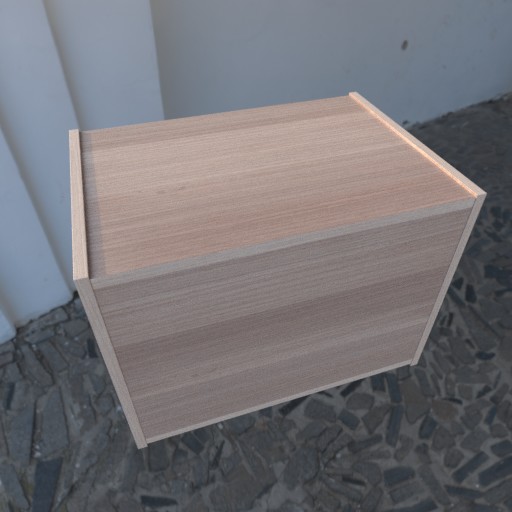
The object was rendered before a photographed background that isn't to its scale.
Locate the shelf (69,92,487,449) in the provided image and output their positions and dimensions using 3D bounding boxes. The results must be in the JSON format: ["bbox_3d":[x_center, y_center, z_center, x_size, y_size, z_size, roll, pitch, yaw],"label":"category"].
[{"bbox_3d":[0.000,0.000,0.620,0.415,0.305,0.290,-12,43,-14],"label":"shelf"}]
